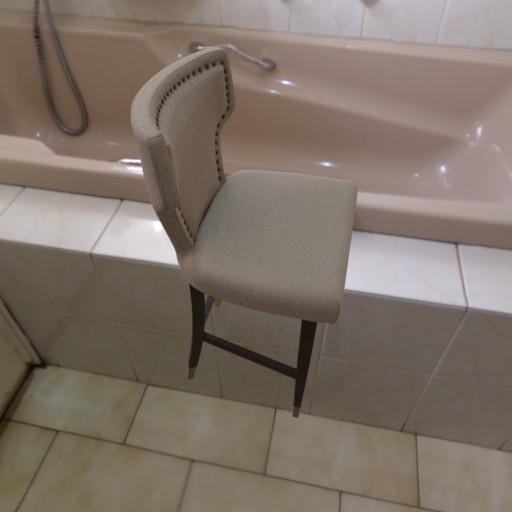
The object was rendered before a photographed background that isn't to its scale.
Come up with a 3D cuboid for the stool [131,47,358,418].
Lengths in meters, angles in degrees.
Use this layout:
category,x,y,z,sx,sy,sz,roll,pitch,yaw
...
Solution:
category,x,y,z,sx,sy,sz,roll,pitch,yaw
stool,0.000,0.000,1.412,0.563,1.092,0.526,10,47,10
